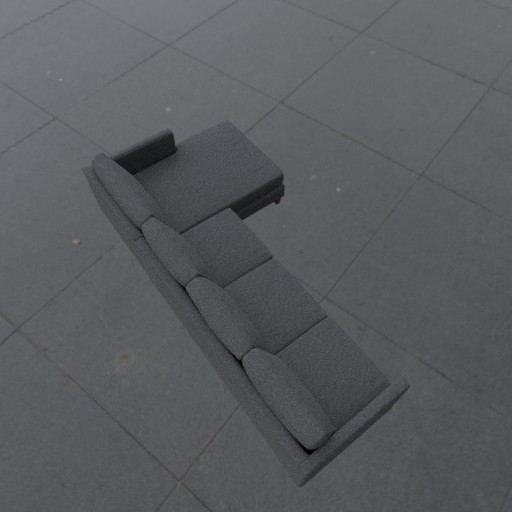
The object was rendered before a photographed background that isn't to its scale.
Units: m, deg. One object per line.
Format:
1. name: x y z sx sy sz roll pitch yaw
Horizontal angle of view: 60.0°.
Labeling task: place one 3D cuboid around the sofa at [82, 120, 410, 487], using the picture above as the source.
1. sofa: 0.000 0.000 3.819 1.625 0.846 3.186 -32 63 -19
